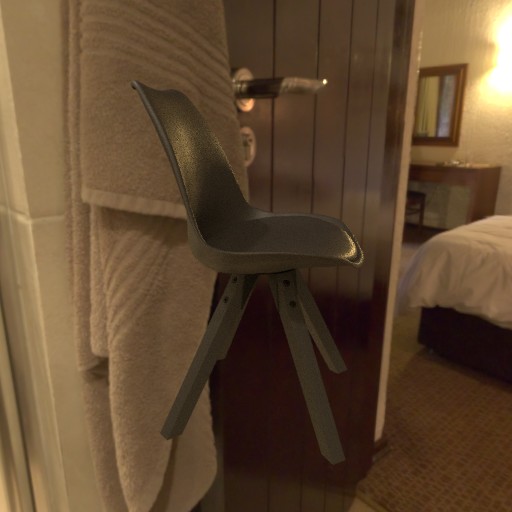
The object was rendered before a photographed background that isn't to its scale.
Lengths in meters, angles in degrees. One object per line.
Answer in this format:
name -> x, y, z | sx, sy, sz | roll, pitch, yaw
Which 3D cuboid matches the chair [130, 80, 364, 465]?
chair -> 0.000, 0.000, 1.161 | 0.550, 0.850, 0.485 | 3, 16, 11
